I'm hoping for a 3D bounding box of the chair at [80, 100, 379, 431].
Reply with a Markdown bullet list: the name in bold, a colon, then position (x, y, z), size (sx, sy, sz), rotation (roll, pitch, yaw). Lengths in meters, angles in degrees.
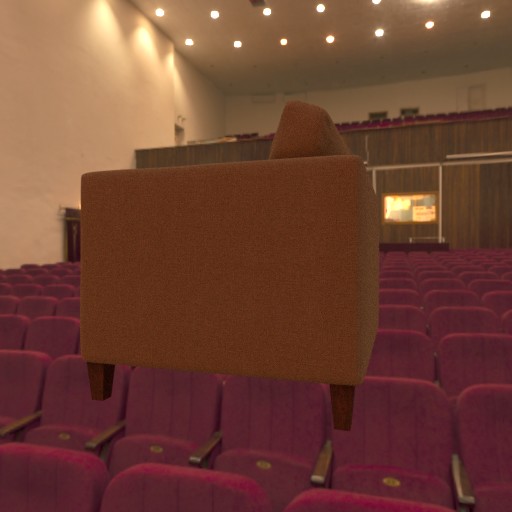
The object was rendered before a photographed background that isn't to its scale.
- **chair**: position (0.000, 0.000, 1.844), size (0.959, 0.963, 1.107), rotation (0, 1, 18)
